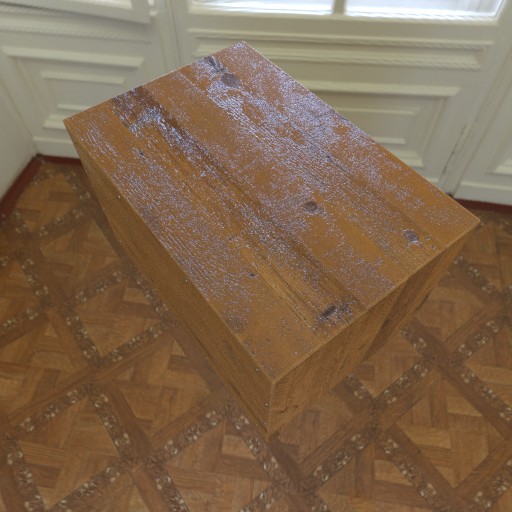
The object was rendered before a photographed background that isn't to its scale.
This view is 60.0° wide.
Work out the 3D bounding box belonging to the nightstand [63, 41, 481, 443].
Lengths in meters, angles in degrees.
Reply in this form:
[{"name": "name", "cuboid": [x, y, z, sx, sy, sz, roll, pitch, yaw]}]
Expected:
[{"name": "nightstand", "cuboid": [0.000, 0.000, 1.043, 0.450, 0.599, 0.650, -33, 63, -20]}]
